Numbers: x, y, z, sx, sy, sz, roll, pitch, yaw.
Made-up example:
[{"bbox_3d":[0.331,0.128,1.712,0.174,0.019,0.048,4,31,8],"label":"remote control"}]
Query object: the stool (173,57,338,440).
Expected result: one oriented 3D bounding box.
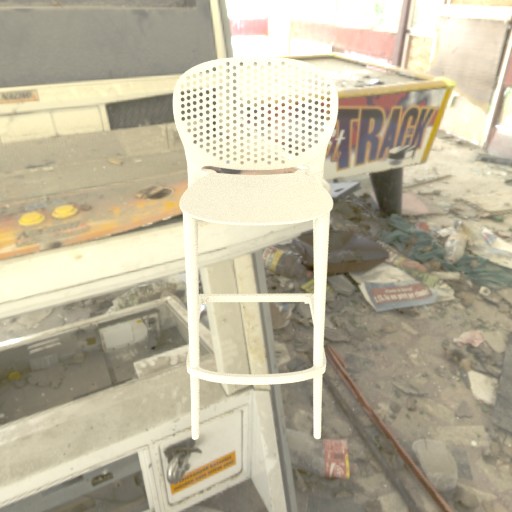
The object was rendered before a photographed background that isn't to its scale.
[{"bbox_3d":[0.000,0.000,1.339,0.536,1.045,0.535,0,31,0],"label":"stool"}]
